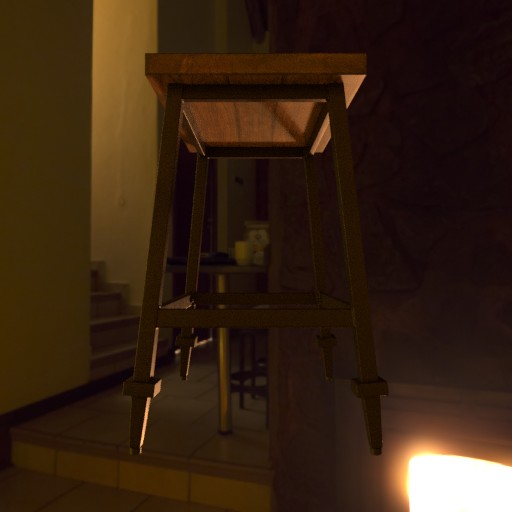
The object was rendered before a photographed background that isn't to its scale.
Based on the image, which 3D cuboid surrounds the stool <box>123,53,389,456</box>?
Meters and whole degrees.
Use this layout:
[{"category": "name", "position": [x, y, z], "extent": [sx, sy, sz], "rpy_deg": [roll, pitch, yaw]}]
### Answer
[{"category": "stool", "position": [0.000, 0.000, 0.920], "extent": [0.405, 0.625, 0.486], "rpy_deg": [0, -1, 0]}]
